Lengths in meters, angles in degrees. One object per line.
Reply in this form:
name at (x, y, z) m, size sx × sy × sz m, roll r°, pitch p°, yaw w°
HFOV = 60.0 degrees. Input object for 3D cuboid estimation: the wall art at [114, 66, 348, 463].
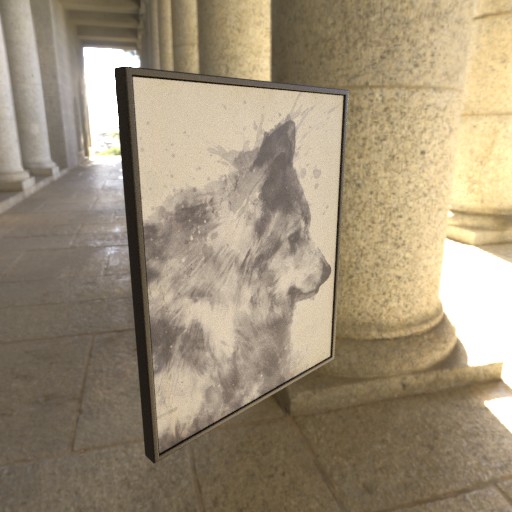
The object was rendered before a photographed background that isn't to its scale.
wall art at (0.000, 0.000, 0.748) m, size 0.451 × 0.551 × 0.028 m, roll -15°, pitch 22°, yaw -42°
